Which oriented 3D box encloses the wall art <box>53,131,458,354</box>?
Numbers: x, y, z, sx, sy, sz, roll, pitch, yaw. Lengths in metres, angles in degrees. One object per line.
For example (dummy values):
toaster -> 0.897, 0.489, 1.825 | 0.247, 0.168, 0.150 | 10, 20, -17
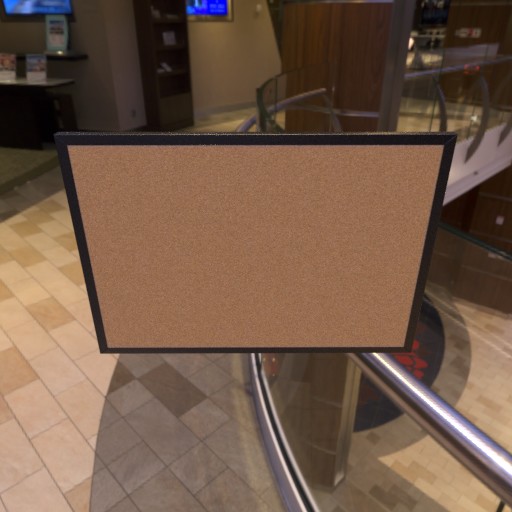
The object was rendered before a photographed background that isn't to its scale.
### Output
wall art -> 0.000, 0.000, 0.559 | 0.440, 0.306, 0.013 | 0, 28, 0
